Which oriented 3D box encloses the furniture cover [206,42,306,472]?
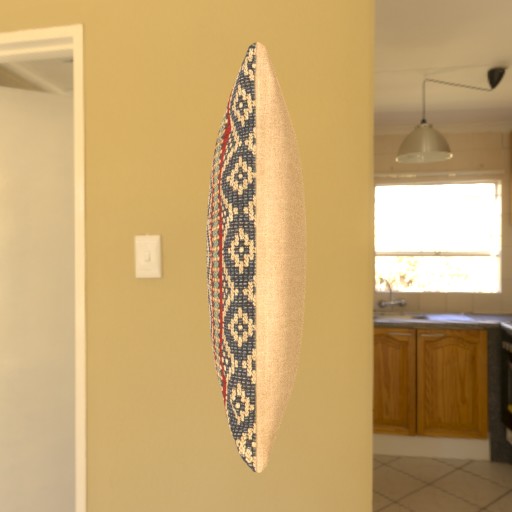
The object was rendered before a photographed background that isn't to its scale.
[{"bbox_3d":[0.000,0.000,0.654,0.139,0.431,0.431,0,0,0],"label":"furniture cover"}]
